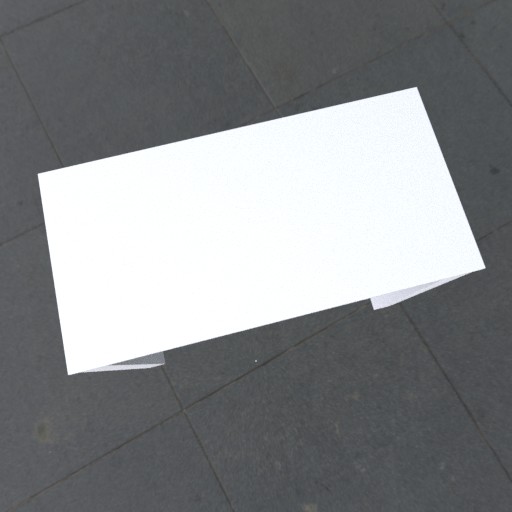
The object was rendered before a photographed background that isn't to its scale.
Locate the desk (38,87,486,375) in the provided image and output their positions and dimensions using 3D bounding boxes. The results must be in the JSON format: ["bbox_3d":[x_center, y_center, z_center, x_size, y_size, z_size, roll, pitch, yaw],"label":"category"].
[{"bbox_3d":[0.000,0.000,1.442,0.990,0.762,0.497,-14,77,-3],"label":"desk"}]
